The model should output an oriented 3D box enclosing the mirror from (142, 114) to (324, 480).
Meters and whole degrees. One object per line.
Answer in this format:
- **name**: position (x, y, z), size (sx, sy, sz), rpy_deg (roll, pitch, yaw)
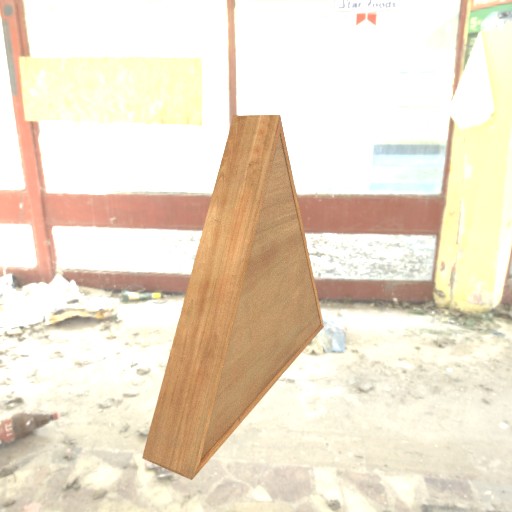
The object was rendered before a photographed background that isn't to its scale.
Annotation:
- **mirror**: position (0.000, 0.000, 0.902), size (0.100, 0.548, 0.631), rpy_deg (8, 17, 26)
